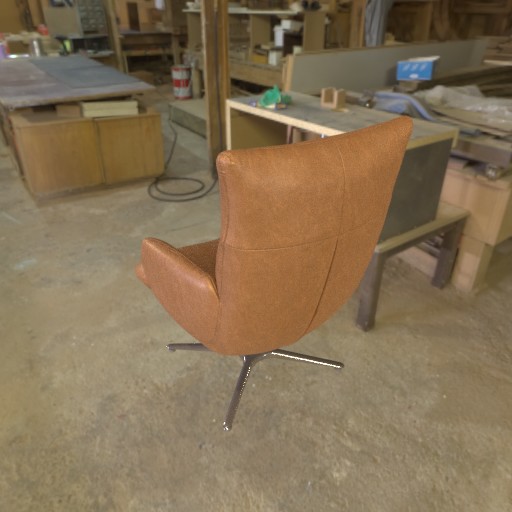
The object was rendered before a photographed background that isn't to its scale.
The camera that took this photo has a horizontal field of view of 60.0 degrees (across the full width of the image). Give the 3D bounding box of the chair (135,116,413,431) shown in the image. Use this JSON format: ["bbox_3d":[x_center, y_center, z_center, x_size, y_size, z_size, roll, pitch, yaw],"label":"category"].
[{"bbox_3d":[0.000,0.000,1.575,0.711,1.027,0.794,-19,36,-28],"label":"chair"}]
